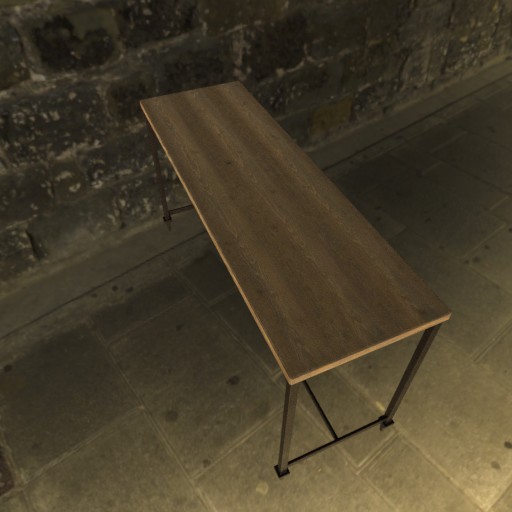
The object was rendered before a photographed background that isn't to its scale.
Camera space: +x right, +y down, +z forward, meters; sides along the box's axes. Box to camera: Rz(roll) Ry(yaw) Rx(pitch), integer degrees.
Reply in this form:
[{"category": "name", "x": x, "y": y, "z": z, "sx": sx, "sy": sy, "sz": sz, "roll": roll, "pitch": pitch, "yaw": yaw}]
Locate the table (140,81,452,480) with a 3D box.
[{"category": "table", "x": 0.000, "y": 0.000, "z": 2.117, "sx": 0.551, "sy": 0.902, "sz": 1.700, "roll": -18, "pitch": 49, "yaw": -16}]
